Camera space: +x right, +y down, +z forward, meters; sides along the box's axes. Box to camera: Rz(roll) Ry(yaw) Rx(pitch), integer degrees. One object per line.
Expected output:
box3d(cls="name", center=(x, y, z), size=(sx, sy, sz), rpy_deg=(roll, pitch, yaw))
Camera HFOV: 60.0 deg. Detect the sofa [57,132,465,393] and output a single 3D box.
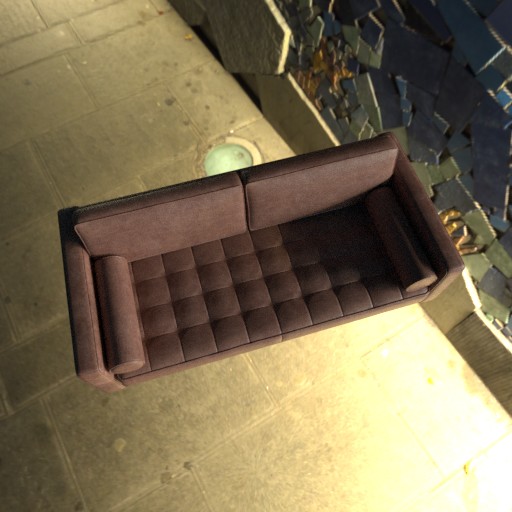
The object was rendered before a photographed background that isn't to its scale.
box3d(cls="sofa", center=(0.000, 0.000, 2.344), size=(1.870, 0.760, 0.910), rpy_deg=(-15, 65, -7))
